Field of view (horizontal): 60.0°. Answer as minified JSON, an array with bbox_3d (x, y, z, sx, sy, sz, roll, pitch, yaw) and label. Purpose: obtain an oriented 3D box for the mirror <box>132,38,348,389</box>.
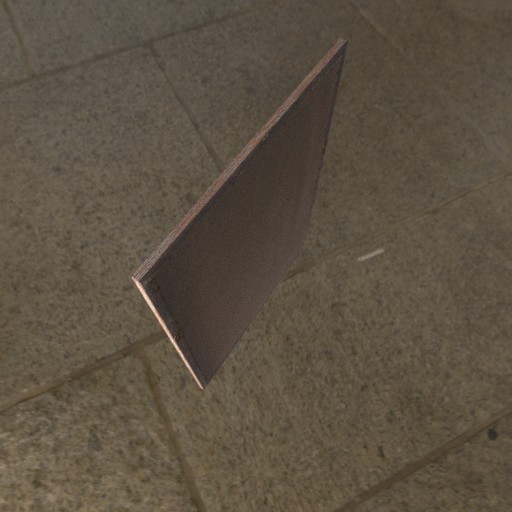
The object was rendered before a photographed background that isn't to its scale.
[{"bbox_3d":[0.000,0.000,1.302,0.025,0.996,0.705,31,68,14],"label":"mirror"}]
